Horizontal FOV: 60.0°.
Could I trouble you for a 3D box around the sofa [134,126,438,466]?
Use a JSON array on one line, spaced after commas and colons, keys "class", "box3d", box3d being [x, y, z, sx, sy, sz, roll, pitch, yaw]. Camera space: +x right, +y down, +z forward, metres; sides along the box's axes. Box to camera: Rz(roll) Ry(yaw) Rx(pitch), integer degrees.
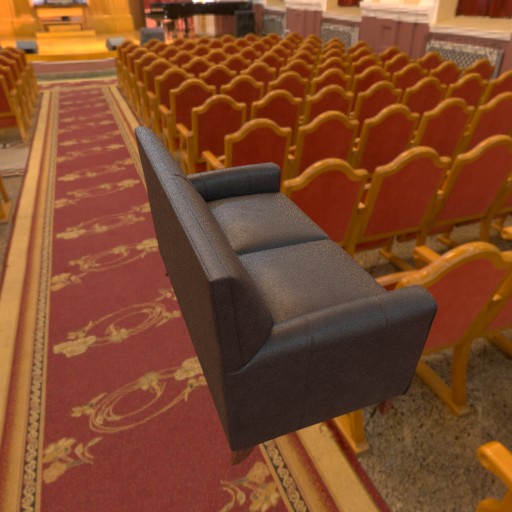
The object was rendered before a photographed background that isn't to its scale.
[{"class": "sofa", "box3d": [0.000, 0.000, 2.004, 0.787, 0.871, 1.473, -11, 33, -17]}]
